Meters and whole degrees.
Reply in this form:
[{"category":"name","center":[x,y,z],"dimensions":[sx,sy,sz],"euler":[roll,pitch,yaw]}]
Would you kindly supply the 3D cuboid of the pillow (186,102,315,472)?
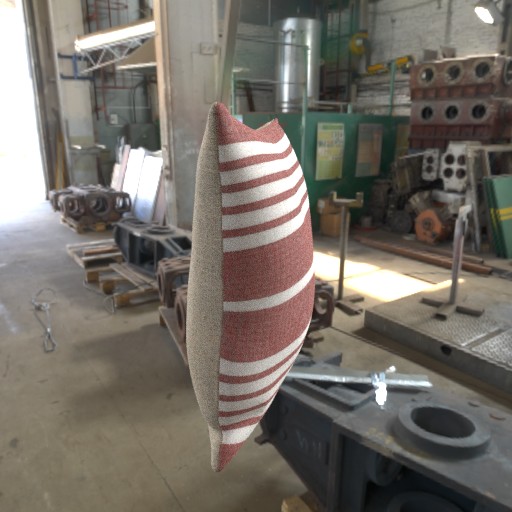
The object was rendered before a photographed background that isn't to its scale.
[{"category":"pillow","center":[0.000,0.000,0.681],"dimensions":[0.182,0.427,0.439],"euler":[3,16,10]}]
